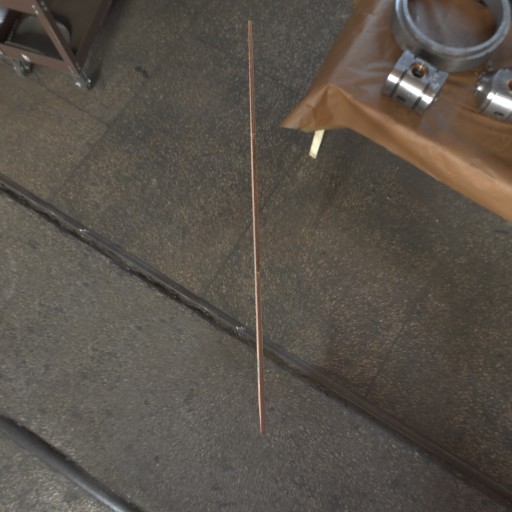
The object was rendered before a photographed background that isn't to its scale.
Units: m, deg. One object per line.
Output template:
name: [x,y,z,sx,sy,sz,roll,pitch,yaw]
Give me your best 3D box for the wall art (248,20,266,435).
wall art: [0.000,0.000,2.295,0.014,1.525,1.527,-2,76,0]
